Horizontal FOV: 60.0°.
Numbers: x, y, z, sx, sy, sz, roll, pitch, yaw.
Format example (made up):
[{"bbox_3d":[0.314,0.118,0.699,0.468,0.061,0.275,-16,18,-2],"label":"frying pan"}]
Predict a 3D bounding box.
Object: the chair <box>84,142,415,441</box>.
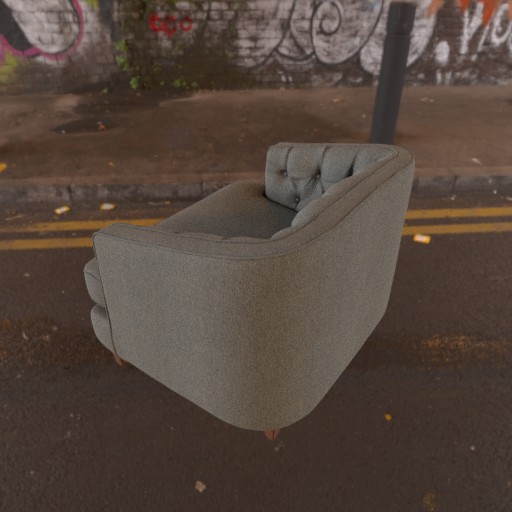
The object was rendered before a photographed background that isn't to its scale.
[{"bbox_3d":[0.000,0.000,1.787,0.945,0.852,1.094,22,39,30],"label":"chair"}]
